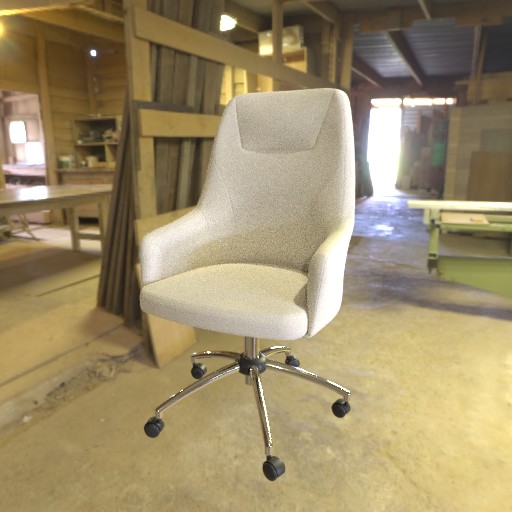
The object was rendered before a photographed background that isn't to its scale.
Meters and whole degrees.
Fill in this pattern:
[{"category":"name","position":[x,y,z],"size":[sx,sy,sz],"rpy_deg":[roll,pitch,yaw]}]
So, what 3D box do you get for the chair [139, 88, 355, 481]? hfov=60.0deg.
[{"category":"chair","position":[0.000,0.000,1.412],"size":[0.620,1.049,0.640],"rpy_deg":[7,15,26]}]
